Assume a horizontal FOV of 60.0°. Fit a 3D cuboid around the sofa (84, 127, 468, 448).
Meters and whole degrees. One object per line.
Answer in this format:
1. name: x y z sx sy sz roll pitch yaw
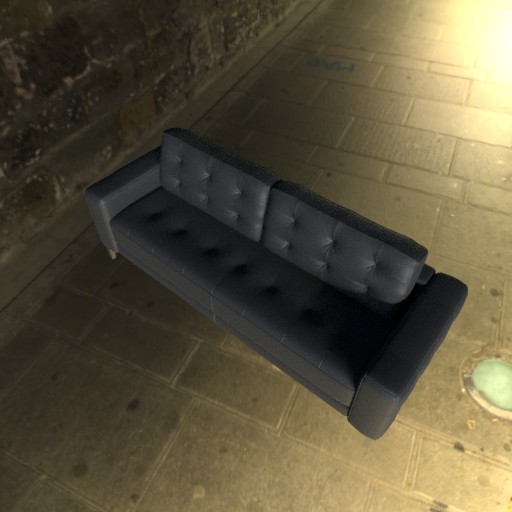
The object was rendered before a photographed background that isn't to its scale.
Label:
1. sofa: 0.000 0.000 2.727 2.275 0.893 0.833 31 54 26
